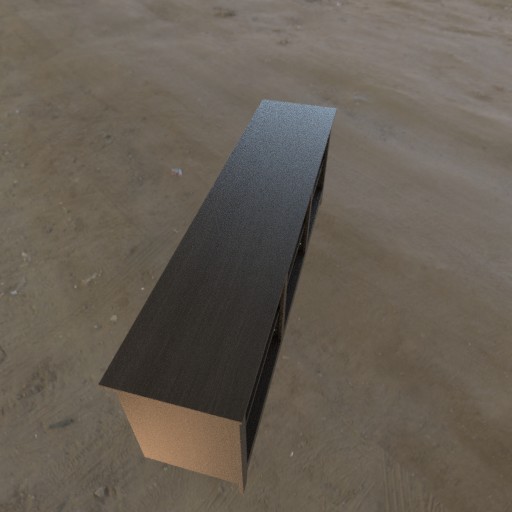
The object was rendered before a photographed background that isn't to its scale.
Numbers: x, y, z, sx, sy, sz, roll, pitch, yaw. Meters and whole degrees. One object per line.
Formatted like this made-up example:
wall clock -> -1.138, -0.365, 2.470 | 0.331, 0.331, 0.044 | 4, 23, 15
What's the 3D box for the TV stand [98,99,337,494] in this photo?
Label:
TV stand -> 0.000, 0.000, 1.989 | 0.406, 0.610, 1.778 | 11, 46, 11
